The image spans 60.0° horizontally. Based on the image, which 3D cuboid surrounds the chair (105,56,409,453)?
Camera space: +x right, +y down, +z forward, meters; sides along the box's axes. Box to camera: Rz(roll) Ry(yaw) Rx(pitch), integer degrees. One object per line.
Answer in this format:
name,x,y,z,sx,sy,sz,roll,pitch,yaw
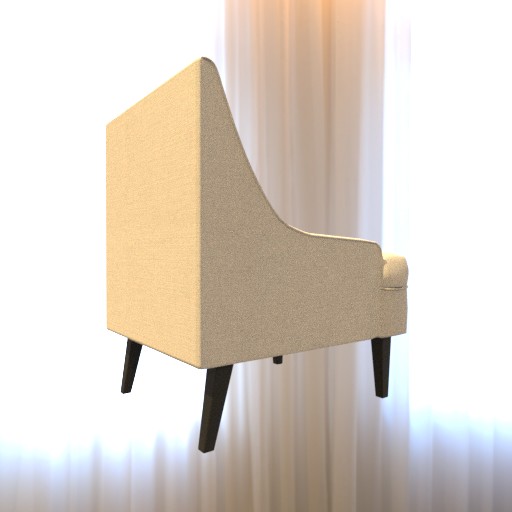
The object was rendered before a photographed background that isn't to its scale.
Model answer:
chair,0.000,0.000,1.430,0.772,0.891,0.658,0,1,-36
